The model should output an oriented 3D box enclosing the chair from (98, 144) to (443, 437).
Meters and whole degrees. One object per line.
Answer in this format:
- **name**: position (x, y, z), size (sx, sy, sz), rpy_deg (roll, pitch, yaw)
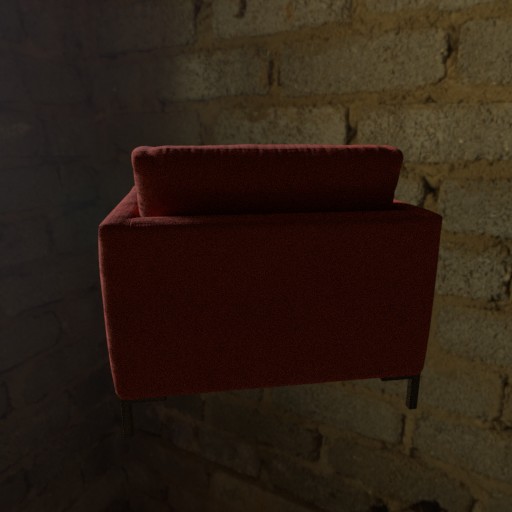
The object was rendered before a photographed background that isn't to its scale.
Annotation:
- **chair**: position (0.000, 0.000, 1.634), size (0.964, 0.812, 0.875), rpy_deg (-2, 16, -9)
